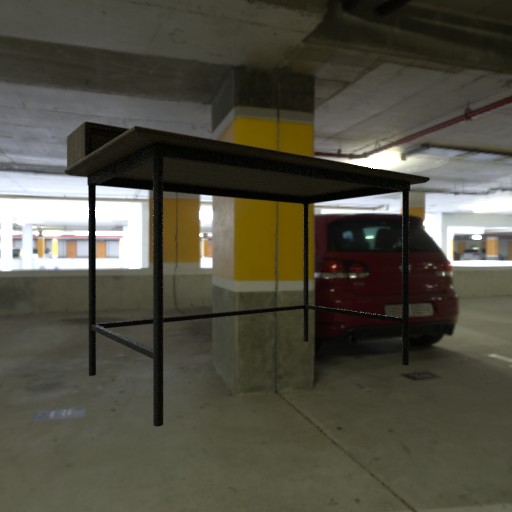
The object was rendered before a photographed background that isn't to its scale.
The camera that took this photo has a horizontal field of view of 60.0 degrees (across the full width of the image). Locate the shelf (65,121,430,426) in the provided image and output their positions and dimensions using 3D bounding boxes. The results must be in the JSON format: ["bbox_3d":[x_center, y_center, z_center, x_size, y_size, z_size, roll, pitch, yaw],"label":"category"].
[{"bbox_3d":[0.000,0.000,1.684,1.212,0.865,0.685,0,0,-36],"label":"shelf"}]
